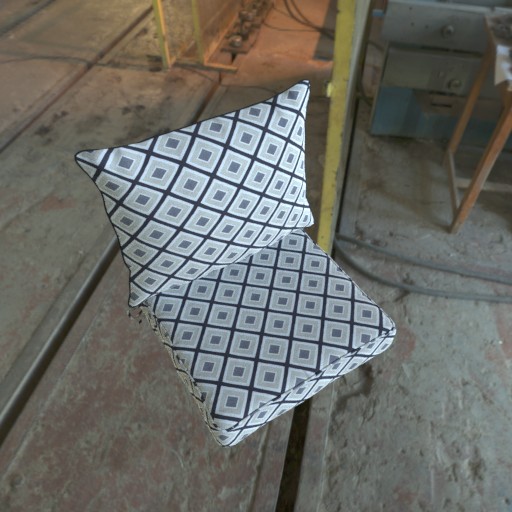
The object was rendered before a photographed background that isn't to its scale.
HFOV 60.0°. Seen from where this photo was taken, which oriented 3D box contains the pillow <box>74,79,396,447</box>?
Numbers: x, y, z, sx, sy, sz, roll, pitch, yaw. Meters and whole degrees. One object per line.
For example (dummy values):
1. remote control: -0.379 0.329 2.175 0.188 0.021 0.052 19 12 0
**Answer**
1. pillow: 0.000 0.000 1.387 0.798 0.722 0.733 -25 53 -21
